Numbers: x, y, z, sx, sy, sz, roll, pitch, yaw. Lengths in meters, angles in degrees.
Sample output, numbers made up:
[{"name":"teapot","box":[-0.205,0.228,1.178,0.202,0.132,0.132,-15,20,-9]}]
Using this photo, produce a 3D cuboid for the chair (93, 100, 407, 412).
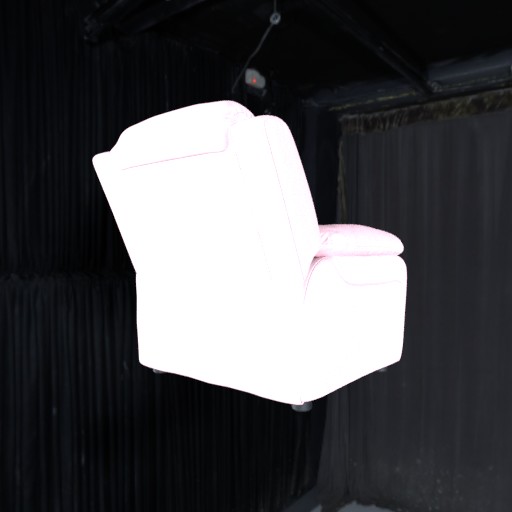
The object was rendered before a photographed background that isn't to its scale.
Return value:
[{"name":"chair","box":[0.000,0.000,1.291,0.680,0.702,0.709,1,1,38]}]
